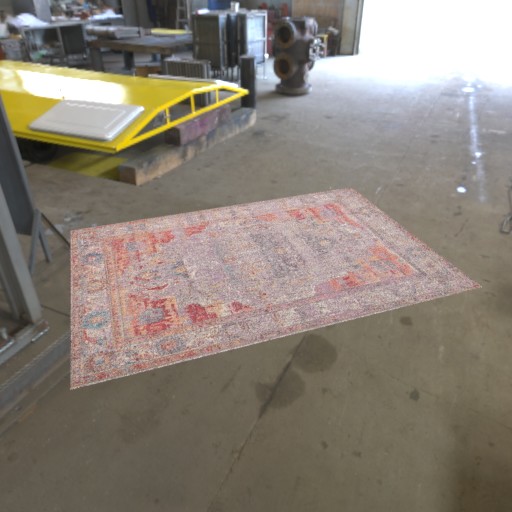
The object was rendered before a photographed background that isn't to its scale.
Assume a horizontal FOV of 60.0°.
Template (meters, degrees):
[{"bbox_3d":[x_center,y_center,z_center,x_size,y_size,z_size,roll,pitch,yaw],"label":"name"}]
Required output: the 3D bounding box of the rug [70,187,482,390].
[{"bbox_3d":[0.000,0.000,2.313,1.829,0.005,1.219,-11,34,-16],"label":"rug"}]
